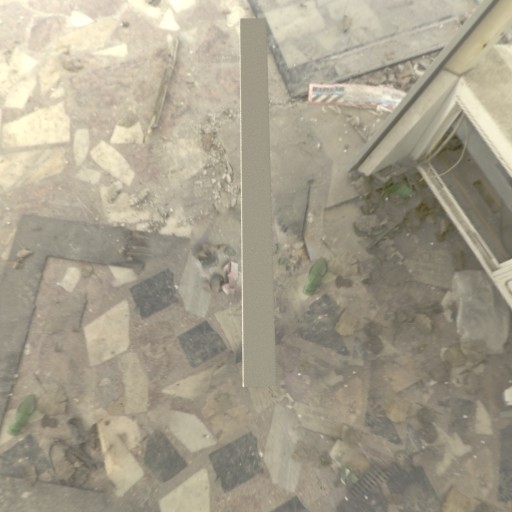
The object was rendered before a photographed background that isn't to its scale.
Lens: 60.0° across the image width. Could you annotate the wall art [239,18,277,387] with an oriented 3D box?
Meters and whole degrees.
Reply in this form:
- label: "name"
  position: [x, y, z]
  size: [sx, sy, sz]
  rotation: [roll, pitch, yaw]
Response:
- label: "wall art"
  position: [0.000, 0.000, 0.938]
  size: [0.039, 0.753, 0.511]
  rotation: [-1, 75, 0]
